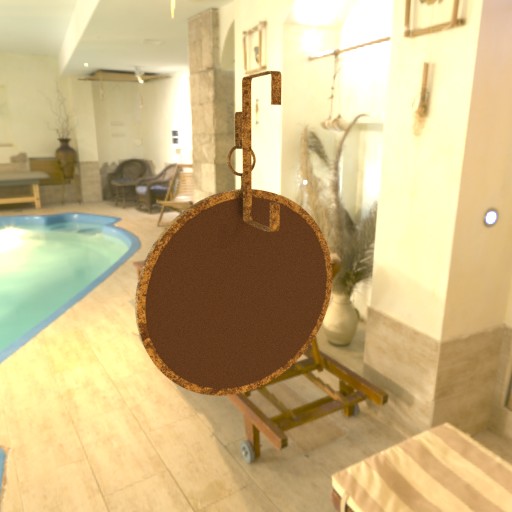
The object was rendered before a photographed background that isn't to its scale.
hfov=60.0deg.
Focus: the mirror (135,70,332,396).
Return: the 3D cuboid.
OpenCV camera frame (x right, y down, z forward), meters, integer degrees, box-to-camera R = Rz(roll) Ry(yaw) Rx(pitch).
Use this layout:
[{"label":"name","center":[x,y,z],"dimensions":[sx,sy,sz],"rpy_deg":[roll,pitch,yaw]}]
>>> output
[{"label":"mirror","center":[0.000,0.000,0.856],"dimensions":[0.447,0.651,0.144],"rpy_deg":[-8,17,-26]}]
